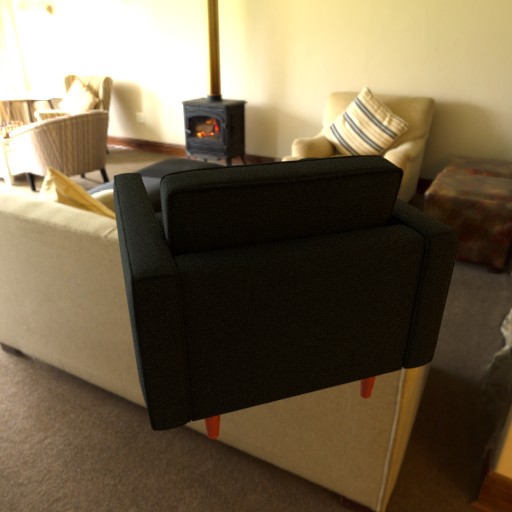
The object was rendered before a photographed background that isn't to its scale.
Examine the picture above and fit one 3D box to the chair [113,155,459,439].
[{"bbox_3d":[0.000,0.000,1.554,0.899,0.770,0.920,-8,27,-16],"label":"chair"}]
